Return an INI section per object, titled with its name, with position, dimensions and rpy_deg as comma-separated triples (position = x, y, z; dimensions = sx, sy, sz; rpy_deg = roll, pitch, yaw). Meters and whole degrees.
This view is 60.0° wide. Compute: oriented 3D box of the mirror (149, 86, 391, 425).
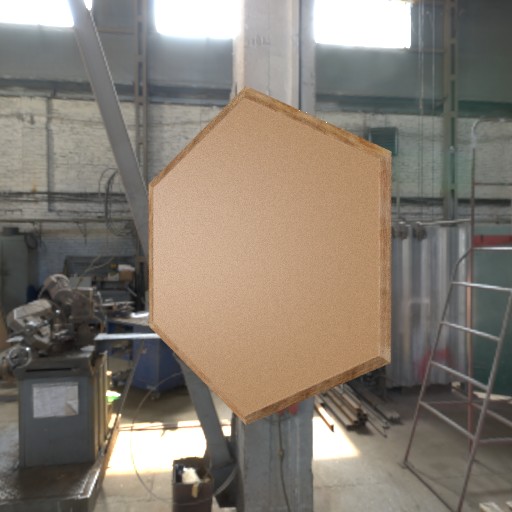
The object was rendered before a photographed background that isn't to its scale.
[mirror]
position = 0.000, 0.000, 1.049
dimensions = 0.675, 0.779, 0.091
rpy_deg = 1, 1, 36
